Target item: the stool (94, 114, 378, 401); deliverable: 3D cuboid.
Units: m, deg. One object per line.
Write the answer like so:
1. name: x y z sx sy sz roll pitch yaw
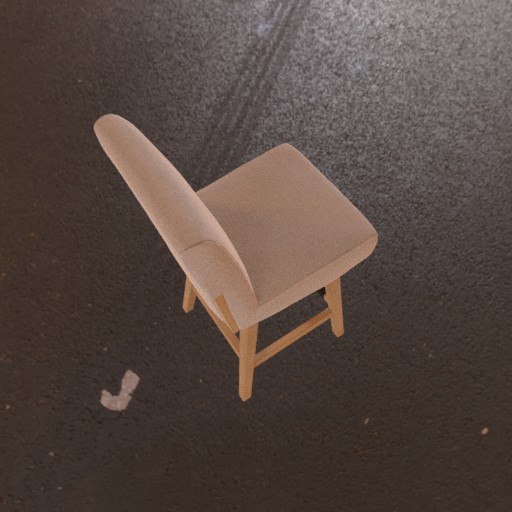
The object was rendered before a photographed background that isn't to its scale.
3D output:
1. stool: 0.000 0.000 1.301 0.543 1.015 0.446 -30 63 -17
